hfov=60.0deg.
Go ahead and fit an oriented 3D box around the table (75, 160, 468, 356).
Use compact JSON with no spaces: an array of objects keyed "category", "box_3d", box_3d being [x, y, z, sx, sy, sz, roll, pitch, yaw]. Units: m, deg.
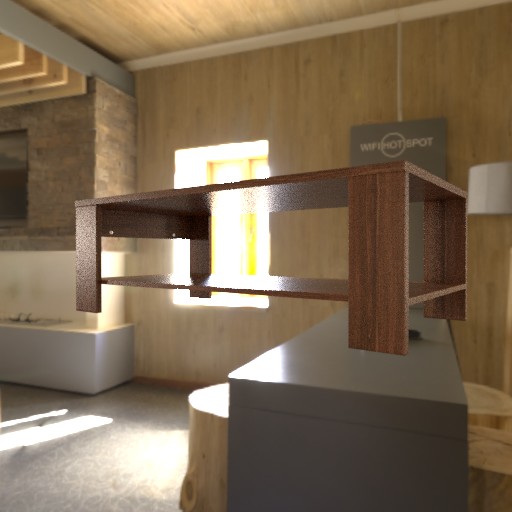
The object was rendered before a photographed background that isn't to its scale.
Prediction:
[{"category":"table","box_3d":[0.000,0.000,1.502,1.200,0.400,0.600,0,1,36]}]
